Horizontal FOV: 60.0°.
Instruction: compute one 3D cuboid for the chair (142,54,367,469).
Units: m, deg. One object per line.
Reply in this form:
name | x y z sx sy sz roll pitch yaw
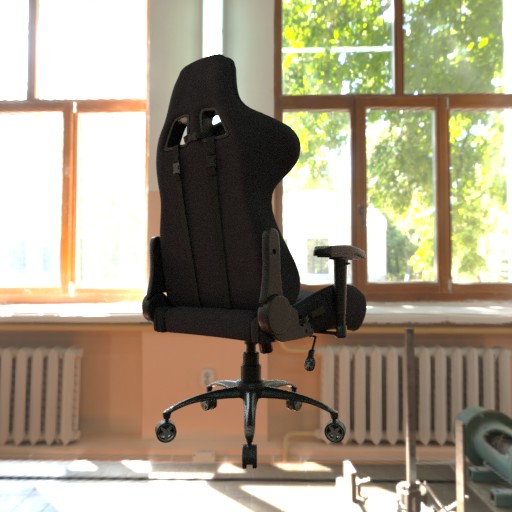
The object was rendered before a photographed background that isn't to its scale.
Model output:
chair | 0.000 0.000 1.694 0.730 1.300 0.695 -2 -3 36
